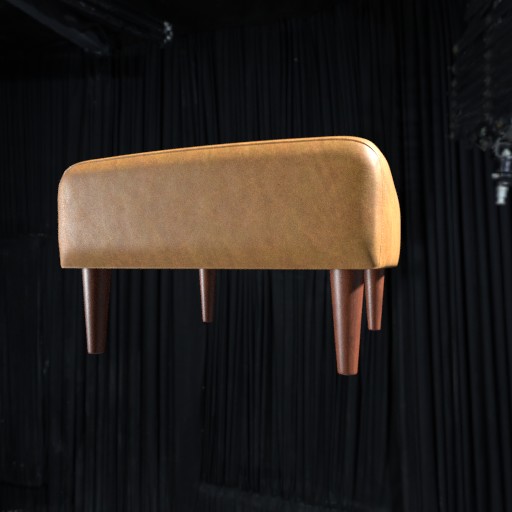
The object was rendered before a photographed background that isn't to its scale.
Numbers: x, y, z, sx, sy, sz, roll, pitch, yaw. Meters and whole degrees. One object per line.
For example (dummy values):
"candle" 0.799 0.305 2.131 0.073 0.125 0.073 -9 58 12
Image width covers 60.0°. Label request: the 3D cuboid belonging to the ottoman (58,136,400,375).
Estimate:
"ottoman" 0.000 0.000 1.064 0.650 0.399 0.650 0 -1 20
